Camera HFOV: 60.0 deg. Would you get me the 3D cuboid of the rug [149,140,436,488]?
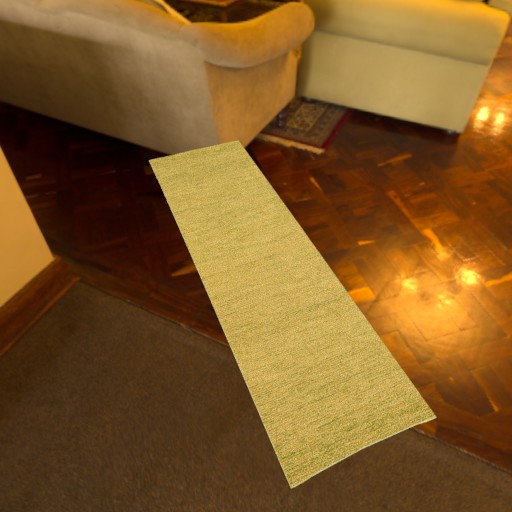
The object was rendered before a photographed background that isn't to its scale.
[{"bbox_3d":[0.000,0.000,2.508,0.686,0.013,2.340,-17,49,-15],"label":"rug"}]
